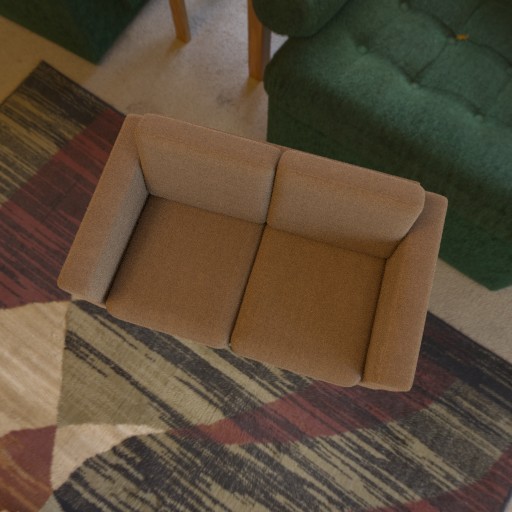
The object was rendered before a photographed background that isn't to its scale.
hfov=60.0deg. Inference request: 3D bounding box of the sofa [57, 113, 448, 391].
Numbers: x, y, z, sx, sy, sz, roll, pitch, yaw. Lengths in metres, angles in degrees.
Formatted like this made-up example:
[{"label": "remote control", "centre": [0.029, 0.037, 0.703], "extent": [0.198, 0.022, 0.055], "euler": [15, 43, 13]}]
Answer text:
[{"label": "sofa", "centre": [0.000, 0.000, 2.053], "extent": [1.520, 0.800, 0.900], "euler": [16, 75, 4]}]
